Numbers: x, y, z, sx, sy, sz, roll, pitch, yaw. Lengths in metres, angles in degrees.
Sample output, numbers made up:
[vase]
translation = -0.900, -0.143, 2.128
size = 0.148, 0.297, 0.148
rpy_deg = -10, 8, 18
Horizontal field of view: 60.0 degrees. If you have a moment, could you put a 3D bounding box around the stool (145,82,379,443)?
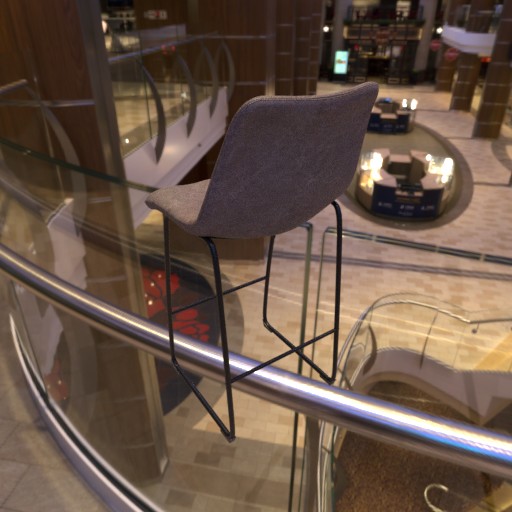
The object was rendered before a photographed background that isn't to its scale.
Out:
[stool]
translation = 0.000, 0.000, 1.413
size = 0.514, 1.082, 0.561
rpy_deg = -19, 35, -30
